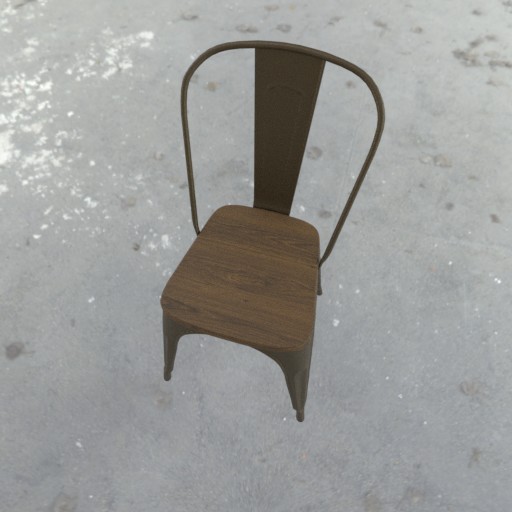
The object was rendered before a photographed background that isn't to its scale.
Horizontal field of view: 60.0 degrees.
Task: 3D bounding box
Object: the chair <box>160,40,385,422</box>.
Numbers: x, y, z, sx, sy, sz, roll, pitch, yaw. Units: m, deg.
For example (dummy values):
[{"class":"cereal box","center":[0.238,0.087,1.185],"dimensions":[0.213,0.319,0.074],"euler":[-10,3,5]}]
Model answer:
[{"class":"chair","center":[0.000,0.000,1.135],"dimensions":[0.451,0.844,0.532],"euler":[14,58,9]}]
